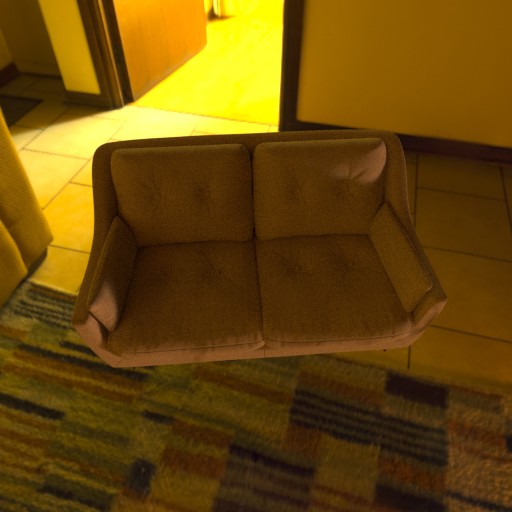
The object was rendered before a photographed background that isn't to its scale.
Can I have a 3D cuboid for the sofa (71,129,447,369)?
[{"bbox_3d":[0.000,0.000,2.288,1.652,0.888,0.965,-3,46,-3],"label":"sofa"}]
